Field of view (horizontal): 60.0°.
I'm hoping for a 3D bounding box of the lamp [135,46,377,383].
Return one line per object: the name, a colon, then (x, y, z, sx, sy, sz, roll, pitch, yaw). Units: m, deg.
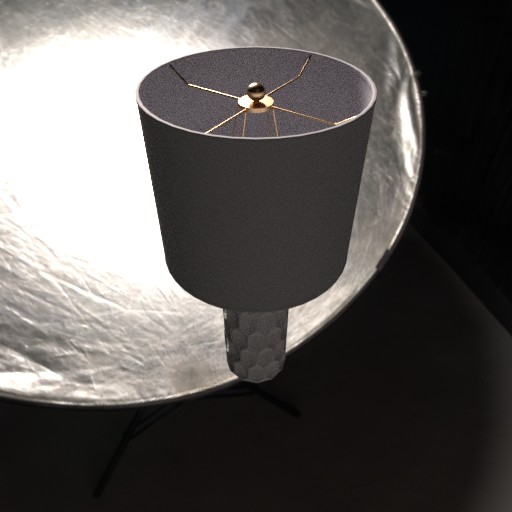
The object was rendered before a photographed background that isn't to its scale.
lamp: (0.000, 0.000, 0.693, 0.277, 0.537, 0.277, -12, 43, -13)
